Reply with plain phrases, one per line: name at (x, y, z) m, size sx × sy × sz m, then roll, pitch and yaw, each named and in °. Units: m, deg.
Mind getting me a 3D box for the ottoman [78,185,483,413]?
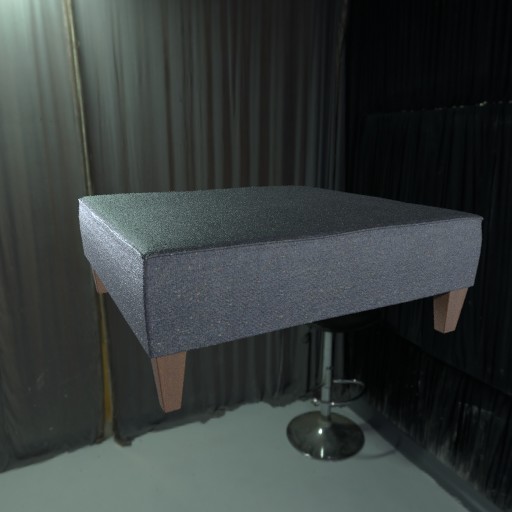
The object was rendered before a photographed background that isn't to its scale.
ottoman at (0.000, 0.000, 1.509) m, size 1.004 × 0.382 × 0.968 m, roll -8°, pitch 17°, yaw -27°
